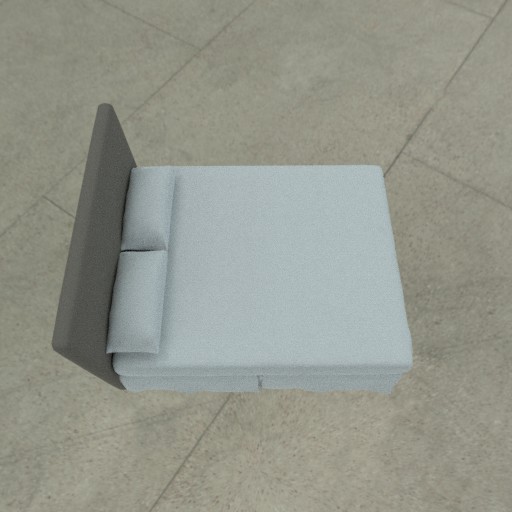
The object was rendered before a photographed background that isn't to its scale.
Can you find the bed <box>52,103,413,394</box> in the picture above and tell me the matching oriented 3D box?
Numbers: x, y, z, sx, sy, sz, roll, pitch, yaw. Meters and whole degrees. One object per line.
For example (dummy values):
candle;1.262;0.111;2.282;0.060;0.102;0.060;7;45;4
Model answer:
bed;0.000;0.000;3.194;2.142;1.330;1.748;0;64;0
